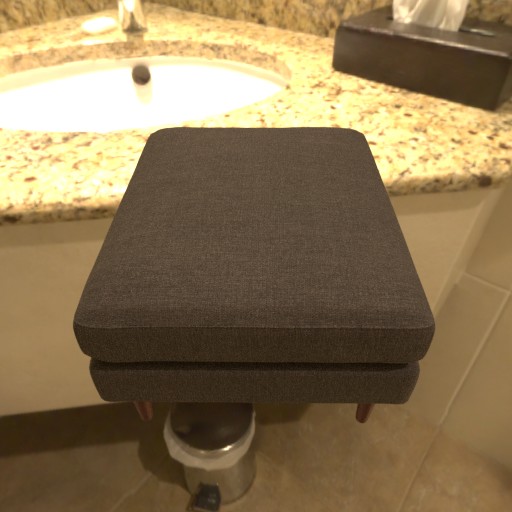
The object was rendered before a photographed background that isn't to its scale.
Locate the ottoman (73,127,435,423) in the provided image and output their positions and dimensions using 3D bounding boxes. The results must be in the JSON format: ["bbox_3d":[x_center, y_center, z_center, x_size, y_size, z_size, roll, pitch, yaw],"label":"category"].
[{"bbox_3d":[0.000,0.000,1.230,0.693,0.474,0.821,0,41,0],"label":"ottoman"}]
